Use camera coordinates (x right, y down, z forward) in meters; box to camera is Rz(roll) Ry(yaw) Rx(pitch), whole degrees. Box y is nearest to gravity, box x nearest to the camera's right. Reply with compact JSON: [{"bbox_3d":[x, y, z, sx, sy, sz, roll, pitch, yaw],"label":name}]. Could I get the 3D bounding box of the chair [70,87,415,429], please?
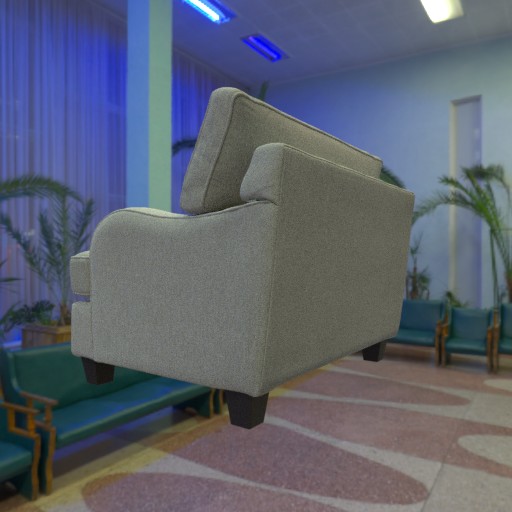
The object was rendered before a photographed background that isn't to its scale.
[{"bbox_3d":[0.000,0.000,1.954,1.041,1.016,1.220,0,0,36],"label":"chair"}]
